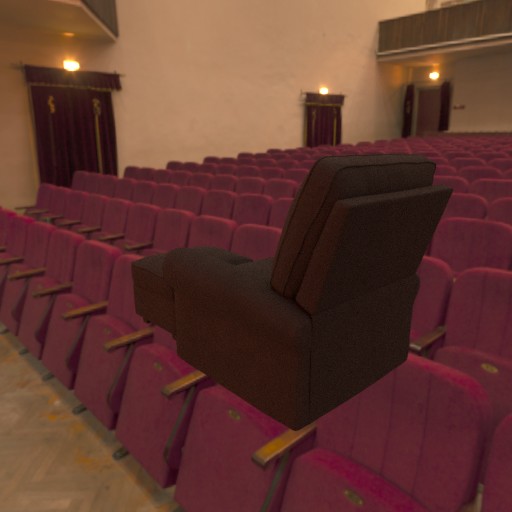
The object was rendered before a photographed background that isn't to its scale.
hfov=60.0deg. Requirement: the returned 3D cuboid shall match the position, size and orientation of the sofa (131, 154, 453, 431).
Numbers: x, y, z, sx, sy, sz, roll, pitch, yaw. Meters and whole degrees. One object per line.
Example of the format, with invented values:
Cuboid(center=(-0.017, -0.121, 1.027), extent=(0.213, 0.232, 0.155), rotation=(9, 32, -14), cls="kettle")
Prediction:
Cuboid(center=(0.000, 0.000, 2.063), extent=(0.880, 0.959, 1.478), rotation=(-14, 20, -41), cls="sofa")
